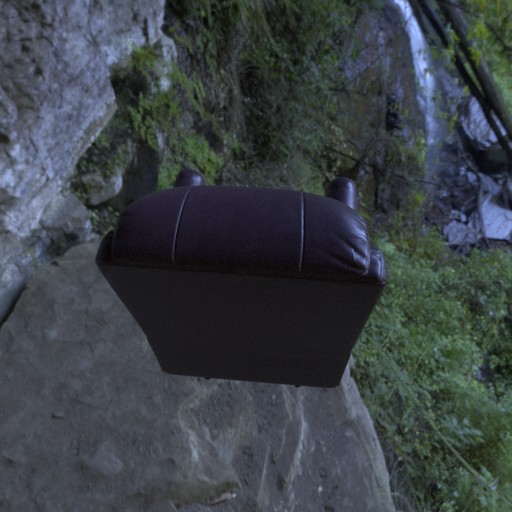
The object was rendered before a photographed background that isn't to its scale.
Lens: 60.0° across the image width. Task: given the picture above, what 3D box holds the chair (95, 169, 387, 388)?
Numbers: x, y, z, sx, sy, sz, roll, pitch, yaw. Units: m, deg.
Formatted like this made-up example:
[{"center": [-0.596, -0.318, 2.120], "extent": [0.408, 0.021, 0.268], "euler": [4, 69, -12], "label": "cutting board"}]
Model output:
[{"center": [0.000, 0.000, 1.766], "extent": [0.838, 1.054, 1.014], "euler": [4, 45, 4], "label": "chair"}]
